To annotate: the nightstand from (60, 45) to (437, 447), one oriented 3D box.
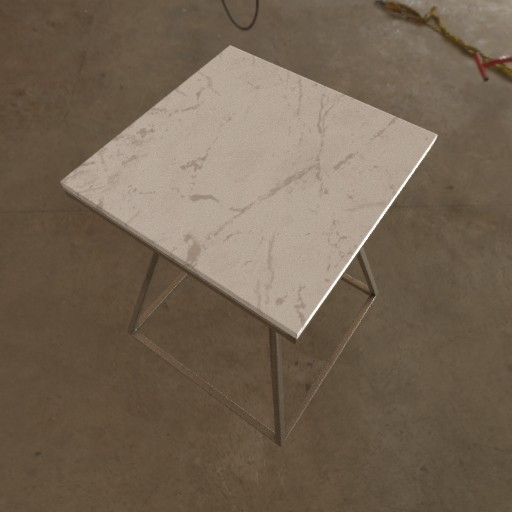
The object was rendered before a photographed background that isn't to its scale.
[{"bbox_3d":[0.000,0.000,0.896,0.455,0.554,0.455,31,63,18],"label":"nightstand"}]
